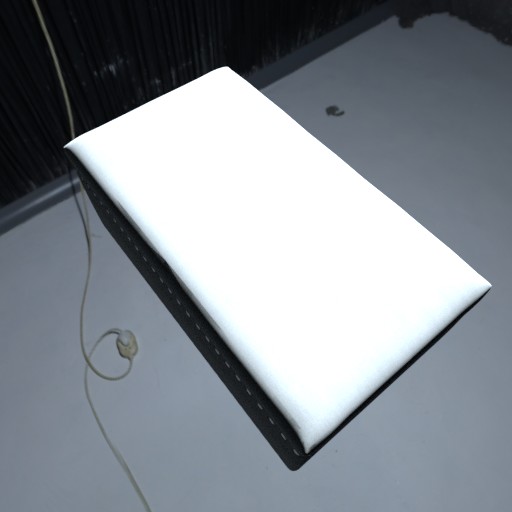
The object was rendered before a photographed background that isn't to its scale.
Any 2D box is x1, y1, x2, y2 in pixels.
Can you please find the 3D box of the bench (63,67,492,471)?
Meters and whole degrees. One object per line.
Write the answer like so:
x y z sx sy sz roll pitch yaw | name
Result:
0.000 0.000 1.140 0.500 0.449 0.887 -34 65 -19 | bench
